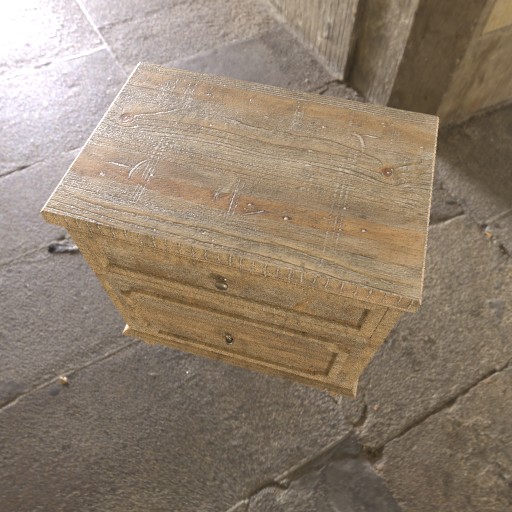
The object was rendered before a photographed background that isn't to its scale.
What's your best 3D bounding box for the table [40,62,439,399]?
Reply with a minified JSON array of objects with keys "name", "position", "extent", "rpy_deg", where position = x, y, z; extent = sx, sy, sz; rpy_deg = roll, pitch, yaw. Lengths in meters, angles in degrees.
[{"name":"table","position":[0.000,0.000,1.165],"extent":[0.686,0.711,0.457],"rpy_deg":[13,60,8]}]
